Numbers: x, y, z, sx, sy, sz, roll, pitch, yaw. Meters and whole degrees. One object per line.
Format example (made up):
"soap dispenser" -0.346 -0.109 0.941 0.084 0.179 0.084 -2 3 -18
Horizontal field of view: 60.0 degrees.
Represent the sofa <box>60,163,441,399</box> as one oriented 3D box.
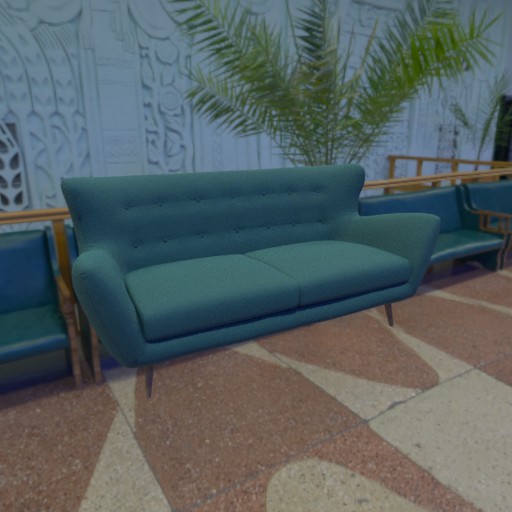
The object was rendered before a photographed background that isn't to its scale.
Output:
"sofa" 0.000 0.000 2.409 1.930 0.890 0.889 -9 18 -28
